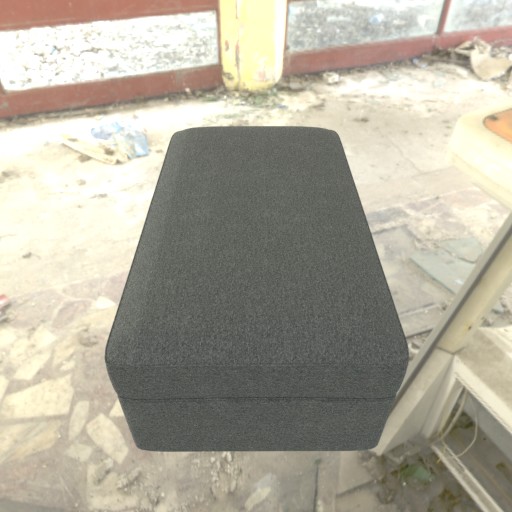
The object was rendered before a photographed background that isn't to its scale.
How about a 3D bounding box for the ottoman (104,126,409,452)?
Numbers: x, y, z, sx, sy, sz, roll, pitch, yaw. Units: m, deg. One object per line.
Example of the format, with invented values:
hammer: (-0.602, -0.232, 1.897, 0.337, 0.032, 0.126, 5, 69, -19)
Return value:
ottoman: (0.000, 0.000, 1.512, 0.681, 0.494, 1.173, 0, 41, 0)
